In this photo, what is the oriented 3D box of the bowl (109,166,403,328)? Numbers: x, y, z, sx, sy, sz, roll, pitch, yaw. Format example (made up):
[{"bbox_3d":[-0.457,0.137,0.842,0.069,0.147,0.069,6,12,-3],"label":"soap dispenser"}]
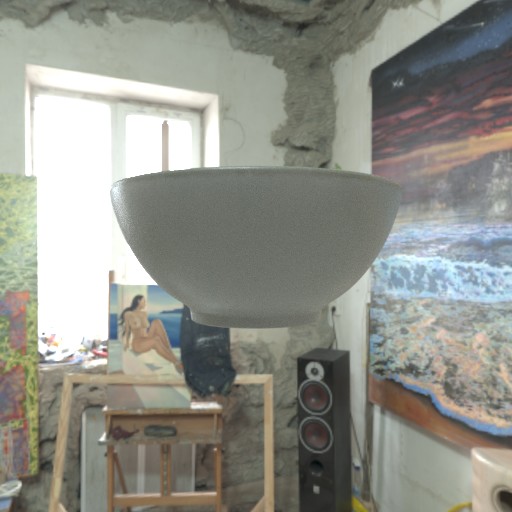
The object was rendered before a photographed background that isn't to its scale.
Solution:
[{"bbox_3d":[0.000,0.000,0.427,0.268,0.121,0.268,0,0,0],"label":"bowl"}]
